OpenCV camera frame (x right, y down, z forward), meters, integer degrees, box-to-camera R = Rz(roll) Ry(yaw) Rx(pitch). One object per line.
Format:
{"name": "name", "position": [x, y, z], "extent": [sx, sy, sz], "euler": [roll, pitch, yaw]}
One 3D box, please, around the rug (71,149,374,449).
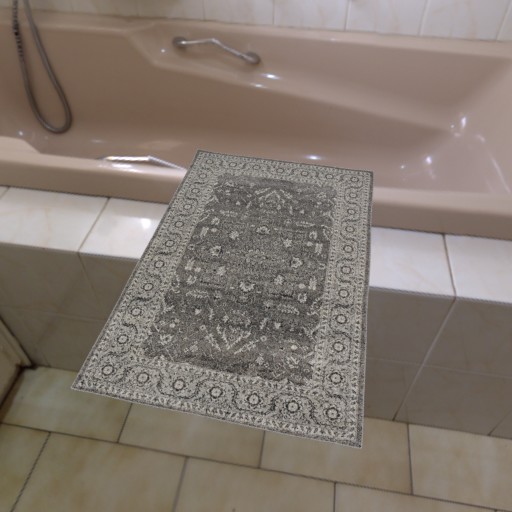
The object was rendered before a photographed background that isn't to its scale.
{"name": "rug", "position": [0.000, 0.000, 2.382], "extent": [1.209, 0.019, 1.828], "euler": [9, 47, 8]}
